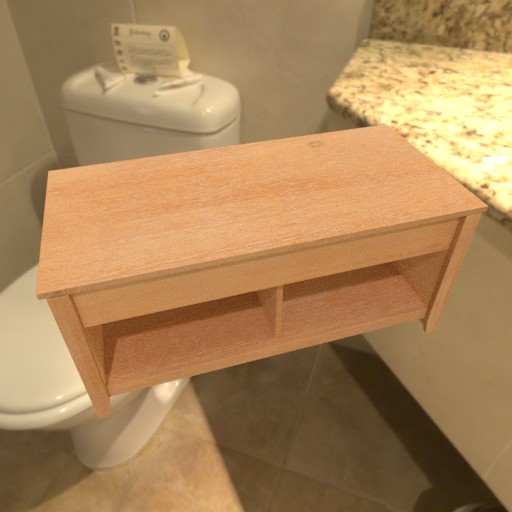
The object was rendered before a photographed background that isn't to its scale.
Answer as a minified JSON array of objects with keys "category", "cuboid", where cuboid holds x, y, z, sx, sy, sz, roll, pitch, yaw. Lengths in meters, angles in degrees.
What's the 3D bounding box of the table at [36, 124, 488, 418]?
[{"category":"table","cuboid":[0.000,0.000,1.272,1.016,0.457,0.483,-11,42,-13]}]
